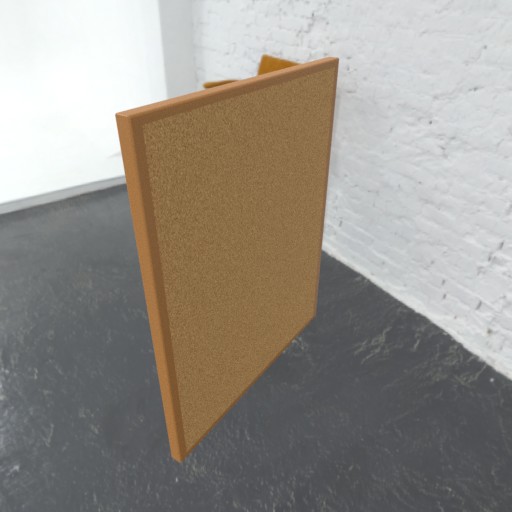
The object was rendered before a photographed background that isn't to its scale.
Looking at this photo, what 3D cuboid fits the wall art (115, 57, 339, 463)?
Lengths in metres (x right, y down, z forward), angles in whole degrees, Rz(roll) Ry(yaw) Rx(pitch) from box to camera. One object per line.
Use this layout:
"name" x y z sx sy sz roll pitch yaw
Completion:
"wall art" 0.000 0.000 0.731 0.022 0.553 0.452 21 37 29
